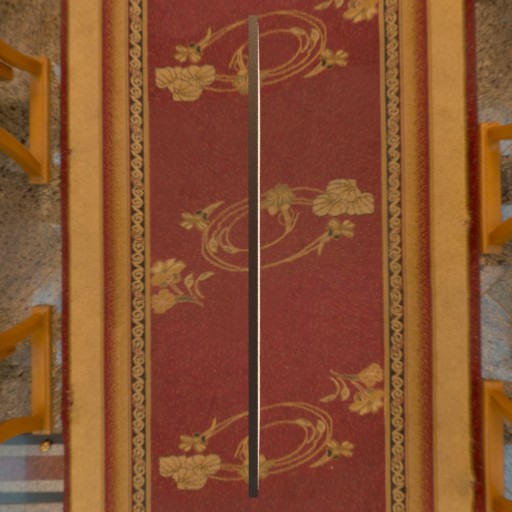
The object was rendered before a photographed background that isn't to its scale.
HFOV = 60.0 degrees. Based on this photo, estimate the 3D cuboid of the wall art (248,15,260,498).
[{"bbox_3d":[0.000,0.000,1.210,0.019,0.660,0.957,0,91,1],"label":"wall art"}]
